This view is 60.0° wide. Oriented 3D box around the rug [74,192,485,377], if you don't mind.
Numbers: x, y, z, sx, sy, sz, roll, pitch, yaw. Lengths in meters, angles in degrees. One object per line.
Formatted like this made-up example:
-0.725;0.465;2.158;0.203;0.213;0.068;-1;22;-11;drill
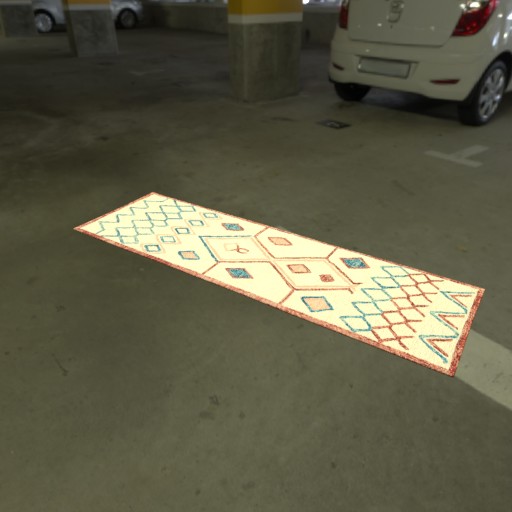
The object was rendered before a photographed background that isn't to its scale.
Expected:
0.000;0.000;2.670;2.435;0.011;0.750;18;36;28;rug
